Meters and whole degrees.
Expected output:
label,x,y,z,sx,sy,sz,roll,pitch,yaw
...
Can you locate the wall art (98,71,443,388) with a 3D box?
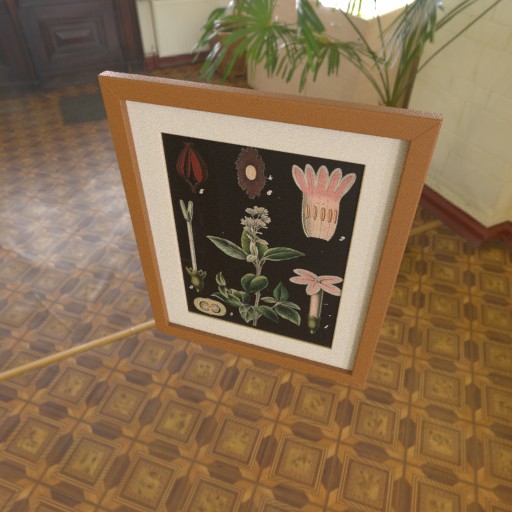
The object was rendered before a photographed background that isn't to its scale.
label,x,y,z,sx,sy,sz,roll,pitch,yaw
wall art,0.000,0.000,0.510,0.310,0.379,0.015,12,43,14
